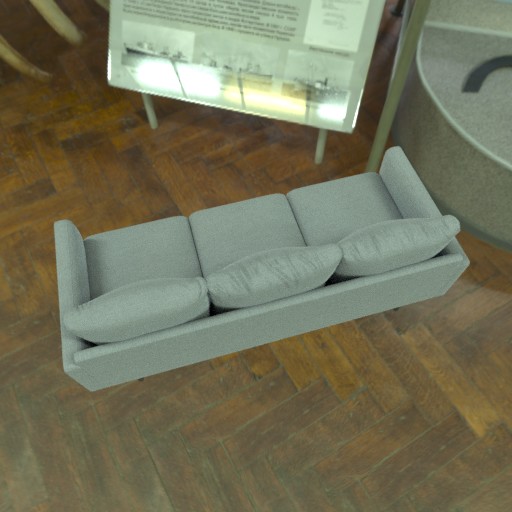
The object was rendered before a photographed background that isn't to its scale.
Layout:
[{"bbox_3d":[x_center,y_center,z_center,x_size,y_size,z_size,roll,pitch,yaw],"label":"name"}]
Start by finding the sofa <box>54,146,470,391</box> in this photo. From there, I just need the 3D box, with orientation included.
[{"bbox_3d":[0.000,0.000,2.409,2.000,0.830,0.850,-14,61,-8],"label":"sofa"}]
